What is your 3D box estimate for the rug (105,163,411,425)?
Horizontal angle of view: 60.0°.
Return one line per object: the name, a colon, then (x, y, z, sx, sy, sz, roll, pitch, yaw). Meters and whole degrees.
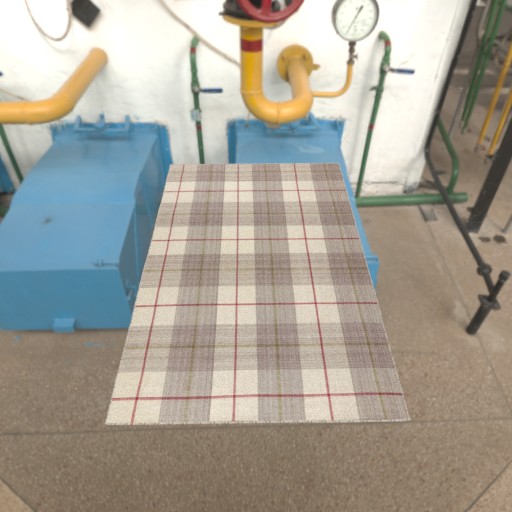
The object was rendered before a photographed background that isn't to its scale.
rug: (0.000, 0.000, 3.116, 1.549, 0.010, 2.464, -1, 43, -1)
